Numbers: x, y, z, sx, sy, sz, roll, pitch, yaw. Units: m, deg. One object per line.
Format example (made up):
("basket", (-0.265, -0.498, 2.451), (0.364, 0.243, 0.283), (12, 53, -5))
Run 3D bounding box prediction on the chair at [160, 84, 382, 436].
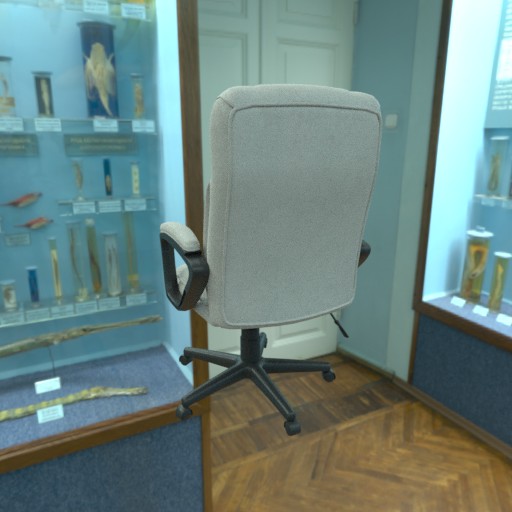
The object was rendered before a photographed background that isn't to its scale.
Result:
("chair", (0.000, 0.000, 1.606), (0.667, 1.105, 0.724), (-7, 16, -24))
